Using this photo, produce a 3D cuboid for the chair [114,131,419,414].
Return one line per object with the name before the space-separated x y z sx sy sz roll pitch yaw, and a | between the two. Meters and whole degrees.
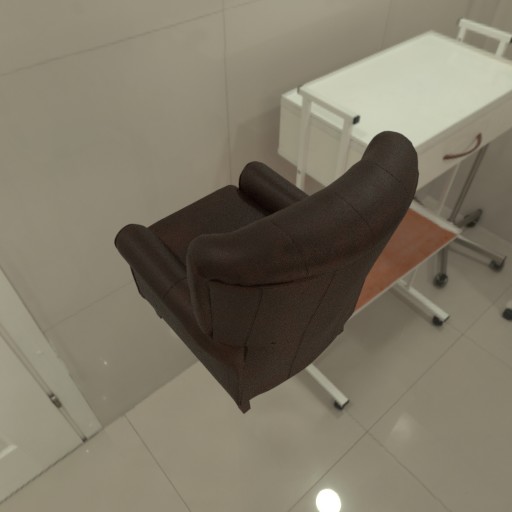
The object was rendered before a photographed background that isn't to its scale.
chair | 0.000 0.000 1.902 0.948 1.158 1.058 -33 55 -27
